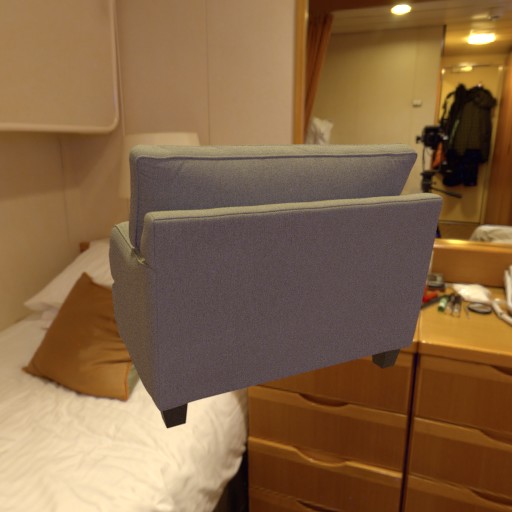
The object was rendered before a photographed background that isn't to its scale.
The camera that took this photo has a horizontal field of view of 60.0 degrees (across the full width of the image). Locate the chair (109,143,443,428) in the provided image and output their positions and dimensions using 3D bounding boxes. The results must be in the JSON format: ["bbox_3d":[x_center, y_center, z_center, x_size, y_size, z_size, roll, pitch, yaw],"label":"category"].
[{"bbox_3d":[0.000,0.000,2.056,1.220,1.016,1.041,-7,16,-25],"label":"chair"}]
